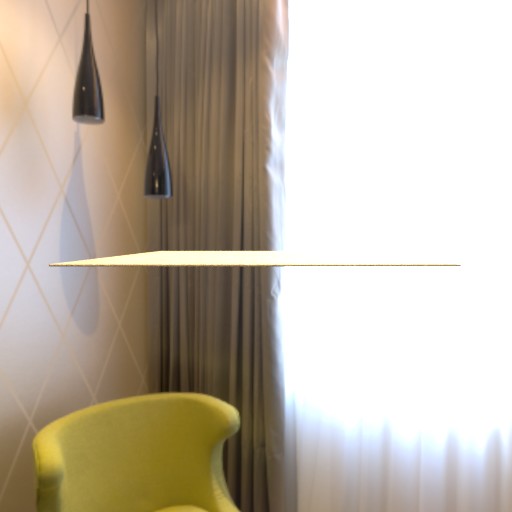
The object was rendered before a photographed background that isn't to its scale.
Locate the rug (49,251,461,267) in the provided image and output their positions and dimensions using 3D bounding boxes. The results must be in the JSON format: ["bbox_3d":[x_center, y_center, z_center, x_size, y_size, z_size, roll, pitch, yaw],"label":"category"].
[{"bbox_3d":[0.000,0.000,4.128,2.447,0.014,3.061,0,2,0],"label":"rug"}]
